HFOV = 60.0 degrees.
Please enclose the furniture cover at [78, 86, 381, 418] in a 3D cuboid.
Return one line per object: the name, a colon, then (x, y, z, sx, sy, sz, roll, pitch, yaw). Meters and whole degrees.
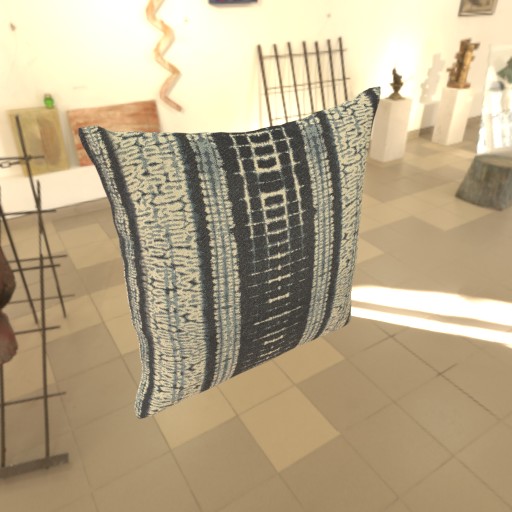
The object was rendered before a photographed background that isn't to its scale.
furniture cover: (0.000, 0.000, 0.651, 0.425, 0.435, 0.133, -18, 36, -28)
